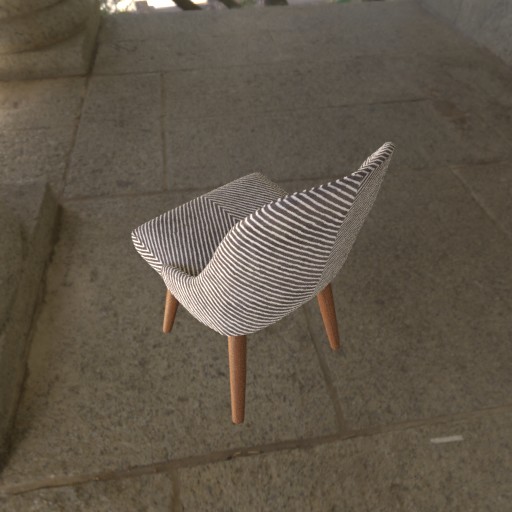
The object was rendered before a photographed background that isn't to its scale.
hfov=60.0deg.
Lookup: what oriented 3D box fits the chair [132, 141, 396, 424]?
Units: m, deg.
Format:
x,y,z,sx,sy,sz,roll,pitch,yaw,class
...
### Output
x,y,z,sx,sy,sz,roll,pitch,yaw,class
0.000,0.000,1.242,0.504,0.883,0.591,-30,53,-26,chair
